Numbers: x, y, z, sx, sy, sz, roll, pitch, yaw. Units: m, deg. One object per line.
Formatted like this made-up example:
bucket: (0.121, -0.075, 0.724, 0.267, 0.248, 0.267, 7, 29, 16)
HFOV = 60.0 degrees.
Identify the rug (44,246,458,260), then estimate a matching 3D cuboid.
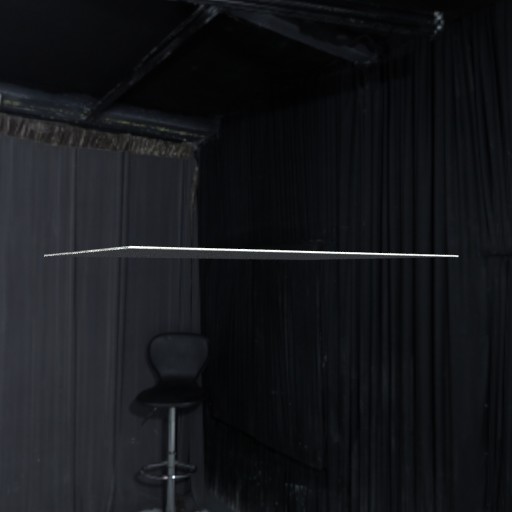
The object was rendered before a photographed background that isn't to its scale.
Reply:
rug: (0.000, 0.000, 2.320, 1.813, 0.006, 1.202, 1, -2, -36)
